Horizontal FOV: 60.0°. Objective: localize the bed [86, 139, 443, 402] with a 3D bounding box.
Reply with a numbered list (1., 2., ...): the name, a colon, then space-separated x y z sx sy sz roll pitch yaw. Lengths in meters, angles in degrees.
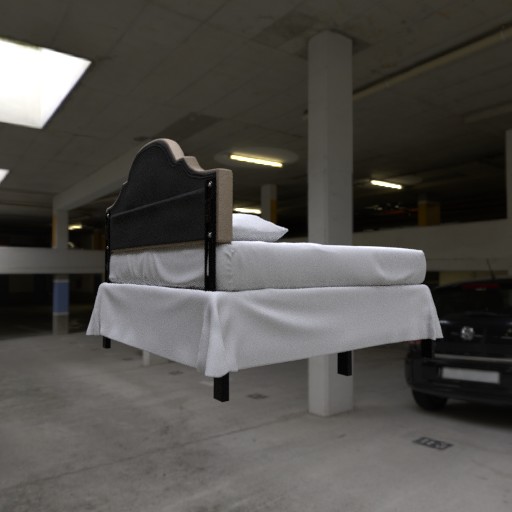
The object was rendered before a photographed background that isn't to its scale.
1. bed: 0.000 0.000 3.772 2.222 1.631 2.303 1 -2 -36
